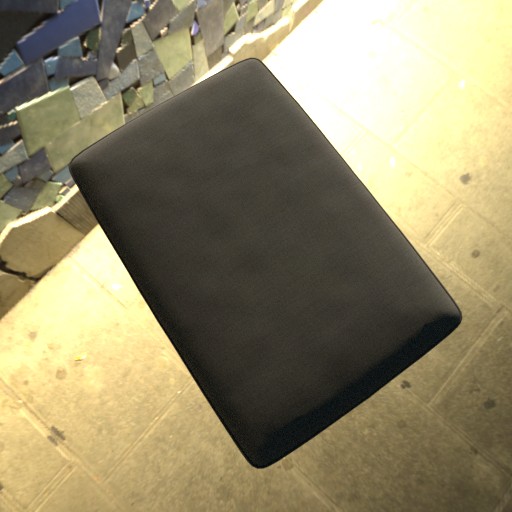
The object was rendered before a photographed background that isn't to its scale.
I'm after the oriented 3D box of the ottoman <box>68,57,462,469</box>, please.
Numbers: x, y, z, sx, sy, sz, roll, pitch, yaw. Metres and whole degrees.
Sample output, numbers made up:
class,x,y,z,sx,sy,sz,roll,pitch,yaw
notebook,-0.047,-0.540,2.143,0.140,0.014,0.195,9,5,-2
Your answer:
class,x,y,z,sx,sy,sz,roll,pitch,yaw
ottoman,0.000,0.000,1.304,0.636,0.480,0.941,-33,77,-9
